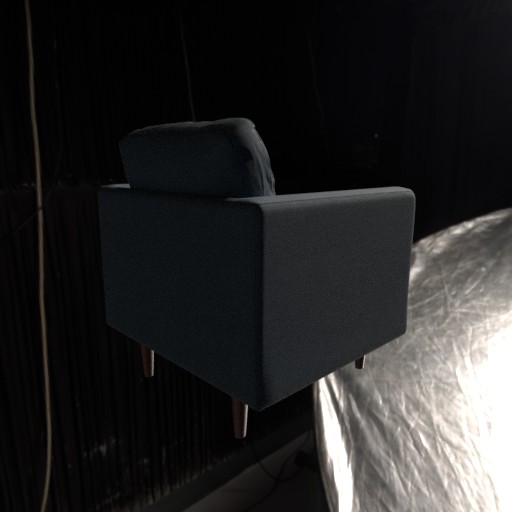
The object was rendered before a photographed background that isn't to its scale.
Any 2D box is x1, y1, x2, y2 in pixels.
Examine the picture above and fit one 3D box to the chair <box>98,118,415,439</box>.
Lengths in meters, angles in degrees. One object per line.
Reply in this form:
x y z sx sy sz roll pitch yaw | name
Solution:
0.000 0.000 1.632 0.820 0.922 0.855 -12 17 -43 | chair
